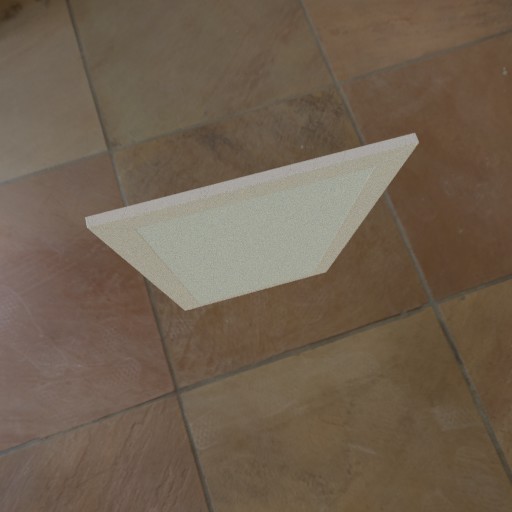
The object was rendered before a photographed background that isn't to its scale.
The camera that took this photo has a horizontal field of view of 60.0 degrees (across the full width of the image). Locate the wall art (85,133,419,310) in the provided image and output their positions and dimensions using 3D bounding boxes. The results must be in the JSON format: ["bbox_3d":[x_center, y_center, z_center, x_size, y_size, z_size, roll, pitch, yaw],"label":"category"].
[{"bbox_3d":[0.000,0.000,0.821,0.380,0.683,0.013,-15,76,-4],"label":"wall art"}]
